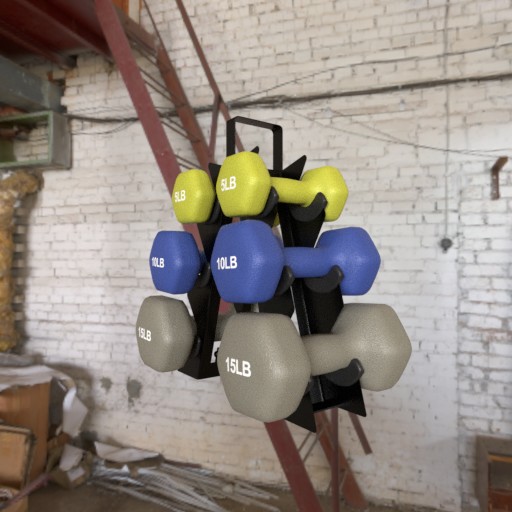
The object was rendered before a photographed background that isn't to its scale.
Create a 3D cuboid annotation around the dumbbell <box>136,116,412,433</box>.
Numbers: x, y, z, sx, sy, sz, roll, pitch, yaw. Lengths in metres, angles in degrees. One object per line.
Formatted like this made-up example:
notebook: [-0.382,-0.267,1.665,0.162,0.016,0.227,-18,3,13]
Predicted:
dumbbell: [0.000,0.000,0.705,0.261,0.426,0.416,0,-1,-36]
